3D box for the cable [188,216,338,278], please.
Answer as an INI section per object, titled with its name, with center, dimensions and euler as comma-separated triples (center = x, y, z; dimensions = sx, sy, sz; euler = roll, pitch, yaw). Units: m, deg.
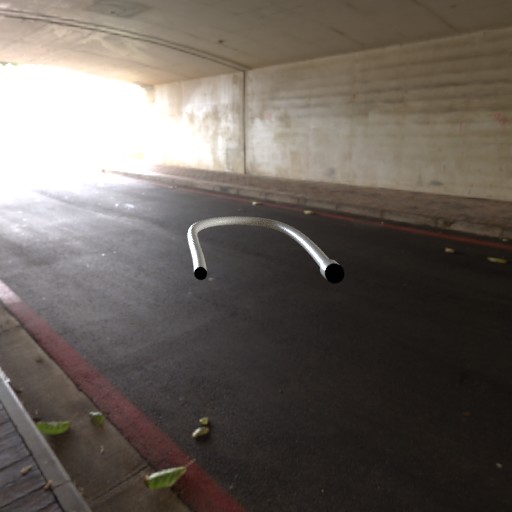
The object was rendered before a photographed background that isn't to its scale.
[cable]
center = 0.000, 0.000, 0.114
dimensions = 0.041, 0.005, 0.098
euler = -3, 16, -9
